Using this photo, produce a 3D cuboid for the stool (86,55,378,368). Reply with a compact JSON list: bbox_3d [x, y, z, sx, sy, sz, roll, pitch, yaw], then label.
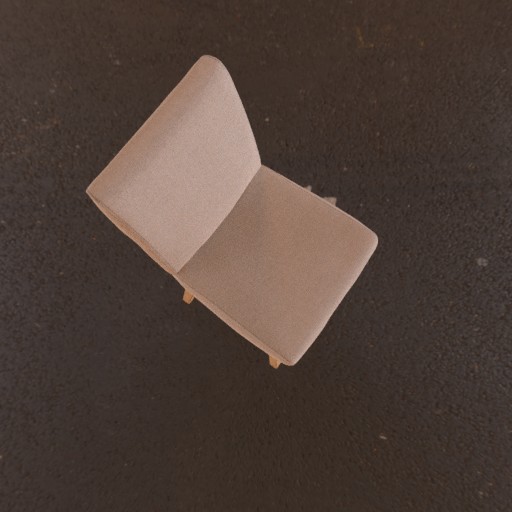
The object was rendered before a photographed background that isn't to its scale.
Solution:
[{"bbox_3d":[0.000,0.000,1.315,0.543,1.015,0.446,35,79,8],"label":"stool"}]
